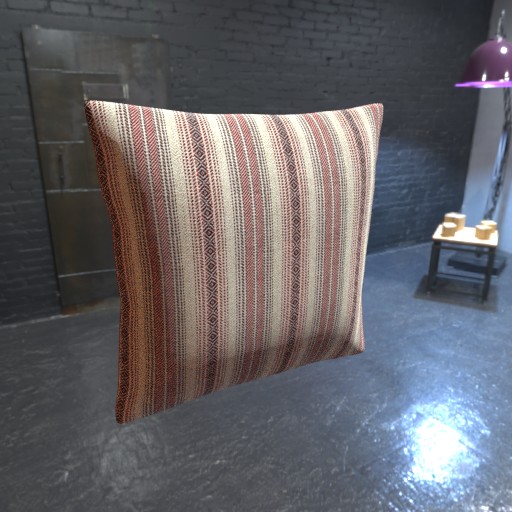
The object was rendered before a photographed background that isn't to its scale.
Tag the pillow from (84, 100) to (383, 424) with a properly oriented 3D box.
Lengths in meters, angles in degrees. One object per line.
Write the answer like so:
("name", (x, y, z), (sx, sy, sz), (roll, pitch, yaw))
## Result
("pillow", (0.000, 0.000, 0.757), (0.513, 0.497, 0.166), (-9, 20, -25))
